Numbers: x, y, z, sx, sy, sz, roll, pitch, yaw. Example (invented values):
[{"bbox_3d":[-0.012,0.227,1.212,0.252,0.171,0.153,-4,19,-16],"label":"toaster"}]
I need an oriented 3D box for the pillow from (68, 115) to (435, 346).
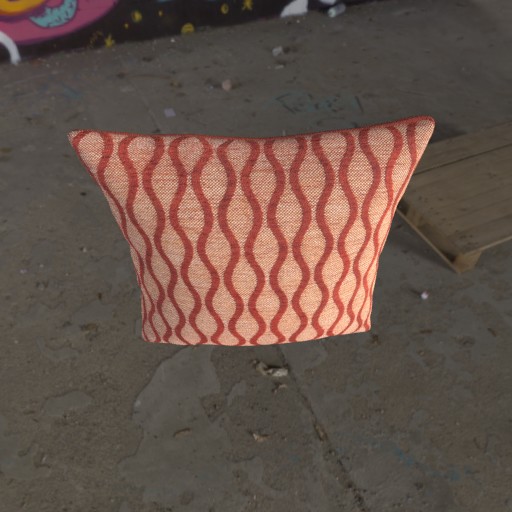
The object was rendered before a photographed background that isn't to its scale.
[{"bbox_3d":[0.000,0.000,0.663,0.429,0.434,0.159,-3,47,-3],"label":"pillow"}]
